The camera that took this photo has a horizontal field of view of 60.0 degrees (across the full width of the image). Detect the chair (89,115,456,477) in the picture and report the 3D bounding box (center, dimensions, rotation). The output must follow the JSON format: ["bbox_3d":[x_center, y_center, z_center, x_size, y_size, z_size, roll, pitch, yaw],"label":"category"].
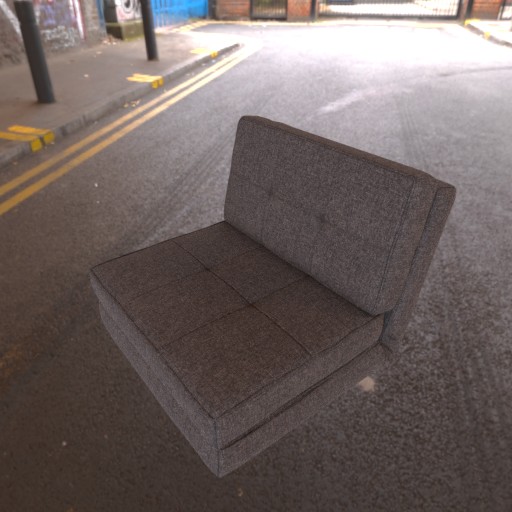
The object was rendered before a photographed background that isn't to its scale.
[{"bbox_3d":[0.000,0.000,1.315,0.800,0.615,0.740,-22,38,-31],"label":"chair"}]
